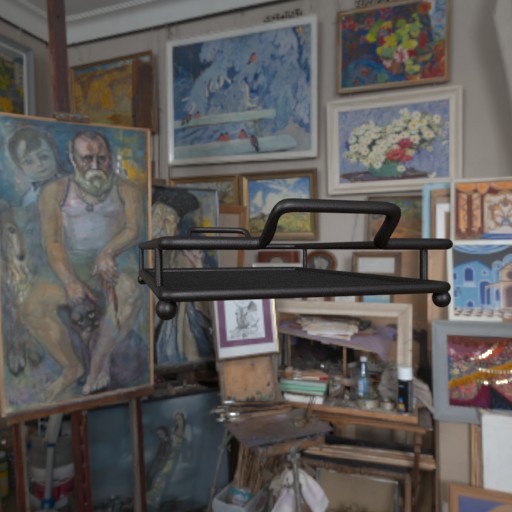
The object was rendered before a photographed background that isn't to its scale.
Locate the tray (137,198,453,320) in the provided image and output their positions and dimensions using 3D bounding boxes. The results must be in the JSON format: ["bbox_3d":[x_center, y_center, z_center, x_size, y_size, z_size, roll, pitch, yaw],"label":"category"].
[{"bbox_3d":[0.000,0.000,0.602,0.297,0.101,0.495,0,1,-17],"label":"tray"}]
